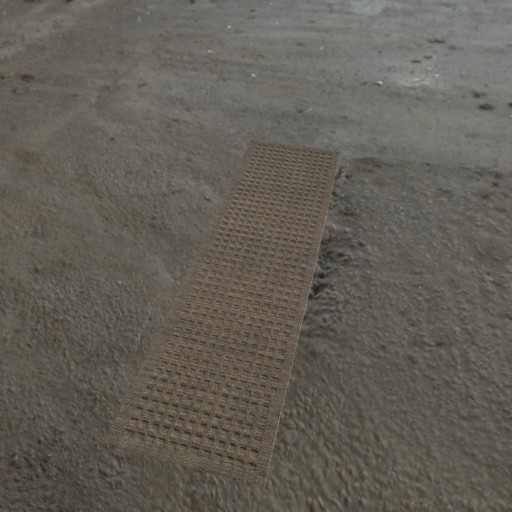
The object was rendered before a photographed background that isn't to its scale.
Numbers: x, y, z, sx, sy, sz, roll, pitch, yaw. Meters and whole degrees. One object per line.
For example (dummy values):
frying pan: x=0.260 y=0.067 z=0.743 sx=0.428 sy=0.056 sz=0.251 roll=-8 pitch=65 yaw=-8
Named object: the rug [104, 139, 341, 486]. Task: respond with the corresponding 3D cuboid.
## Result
rug: x=0.000 y=0.000 z=2.631 sx=0.706 sy=0.009 sz=2.443 roll=11 pitch=48 yaw=10
